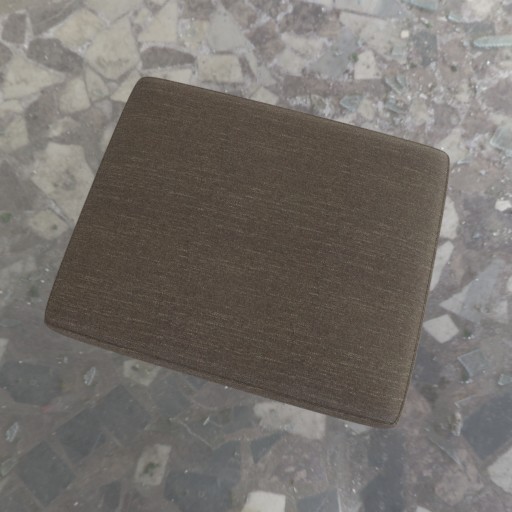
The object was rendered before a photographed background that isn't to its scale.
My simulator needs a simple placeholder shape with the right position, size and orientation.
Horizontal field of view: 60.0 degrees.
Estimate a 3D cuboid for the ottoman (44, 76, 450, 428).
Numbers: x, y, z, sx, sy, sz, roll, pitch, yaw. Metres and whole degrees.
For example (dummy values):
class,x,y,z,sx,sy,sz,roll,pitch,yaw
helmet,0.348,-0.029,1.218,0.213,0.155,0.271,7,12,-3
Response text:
class,x,y,z,sx,sy,sz,roll,pitch,yaw
ottoman,0.000,0.000,1.190,0.820,0.490,0.671,15,76,4
